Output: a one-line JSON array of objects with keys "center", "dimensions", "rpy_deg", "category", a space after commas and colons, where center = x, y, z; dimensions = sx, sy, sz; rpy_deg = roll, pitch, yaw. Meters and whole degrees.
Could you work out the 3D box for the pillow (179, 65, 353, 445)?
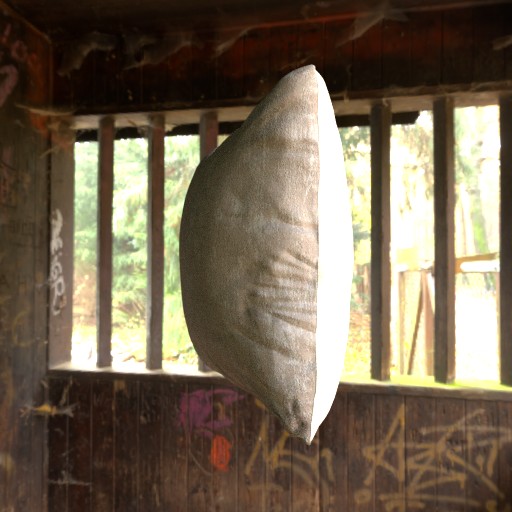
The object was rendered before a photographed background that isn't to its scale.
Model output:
[{"center": [0.000, 0.000, 0.727], "dimensions": [0.245, 0.448, 0.450], "rpy_deg": [0, -1, -18], "category": "pillow"}]
